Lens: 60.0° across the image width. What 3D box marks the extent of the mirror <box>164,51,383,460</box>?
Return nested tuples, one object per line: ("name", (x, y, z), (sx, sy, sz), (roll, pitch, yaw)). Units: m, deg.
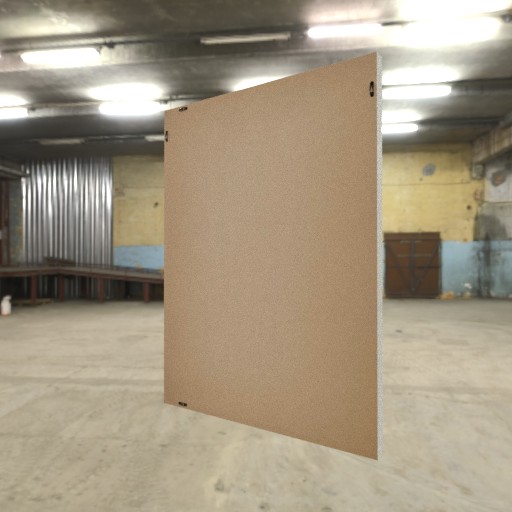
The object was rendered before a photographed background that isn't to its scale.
("mirror", (0.000, 0.000, 1.334), (0.762, 1.016, 0.041), (0, -1, 35))
